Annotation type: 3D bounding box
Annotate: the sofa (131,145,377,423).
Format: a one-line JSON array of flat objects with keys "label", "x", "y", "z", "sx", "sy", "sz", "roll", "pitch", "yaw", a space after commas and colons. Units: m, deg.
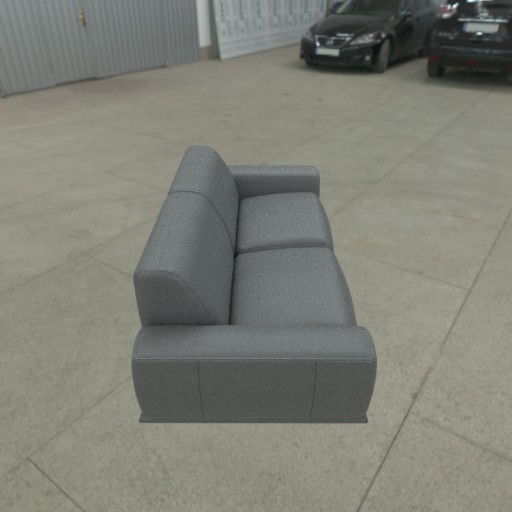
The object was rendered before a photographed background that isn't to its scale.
[{"label": "sofa", "x": 0.000, "y": 0.000, "z": 2.396, "sx": 0.900, "sy": 0.772, "sz": 1.901, "roll": 0, "pitch": 32, "yaw": 0}]
